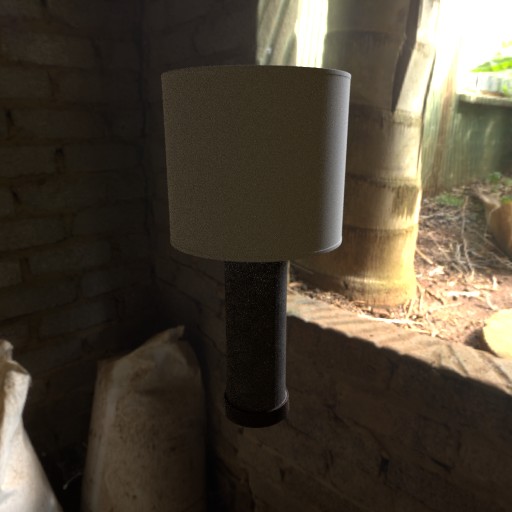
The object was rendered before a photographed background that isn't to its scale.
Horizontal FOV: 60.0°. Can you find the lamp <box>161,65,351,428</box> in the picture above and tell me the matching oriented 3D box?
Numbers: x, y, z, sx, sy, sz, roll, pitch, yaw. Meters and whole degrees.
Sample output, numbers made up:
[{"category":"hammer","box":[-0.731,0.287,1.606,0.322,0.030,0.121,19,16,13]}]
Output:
[{"category":"lamp","box":[0.000,0.000,0.801,0.301,0.630,0.301,2,17,7]}]
